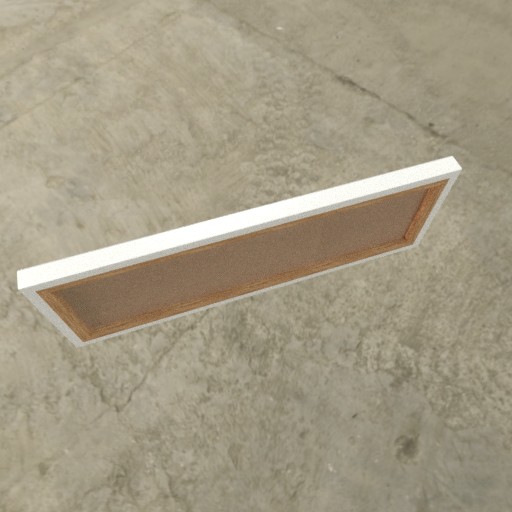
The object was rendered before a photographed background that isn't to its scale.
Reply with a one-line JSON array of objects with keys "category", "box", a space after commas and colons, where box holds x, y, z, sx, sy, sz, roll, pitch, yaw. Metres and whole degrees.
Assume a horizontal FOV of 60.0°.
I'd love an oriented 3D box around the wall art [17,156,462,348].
[{"category": "wall art", "box": [0.000, 0.000, 0.848, 0.766, 0.256, 0.036, -16, 60, -9]}]
